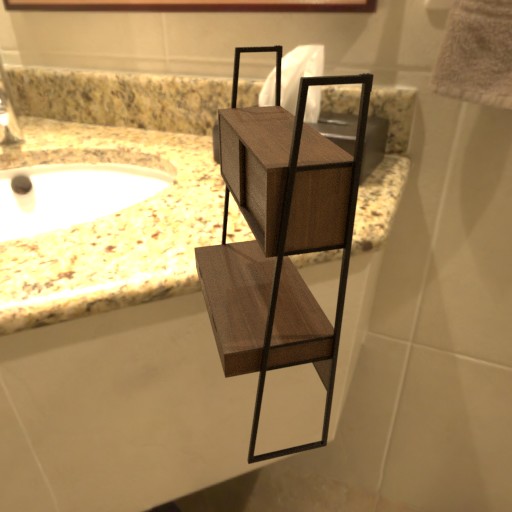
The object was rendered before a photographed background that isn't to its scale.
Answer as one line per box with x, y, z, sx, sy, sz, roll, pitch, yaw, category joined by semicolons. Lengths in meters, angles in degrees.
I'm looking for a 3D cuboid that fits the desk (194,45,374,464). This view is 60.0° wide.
0.000;0.000;2.204;0.515;1.809;0.982;-7;31;-12;desk
